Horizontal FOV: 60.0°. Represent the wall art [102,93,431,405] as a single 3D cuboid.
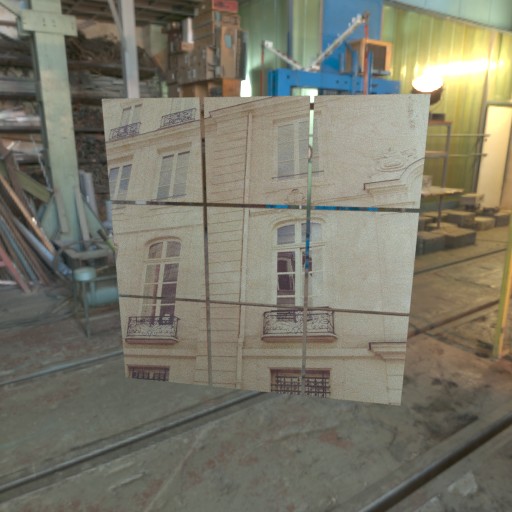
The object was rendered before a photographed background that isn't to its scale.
[{"bbox_3d":[0.000,0.000,1.795,1.221,1.218,0.024,3,15,10],"label":"wall art"}]
